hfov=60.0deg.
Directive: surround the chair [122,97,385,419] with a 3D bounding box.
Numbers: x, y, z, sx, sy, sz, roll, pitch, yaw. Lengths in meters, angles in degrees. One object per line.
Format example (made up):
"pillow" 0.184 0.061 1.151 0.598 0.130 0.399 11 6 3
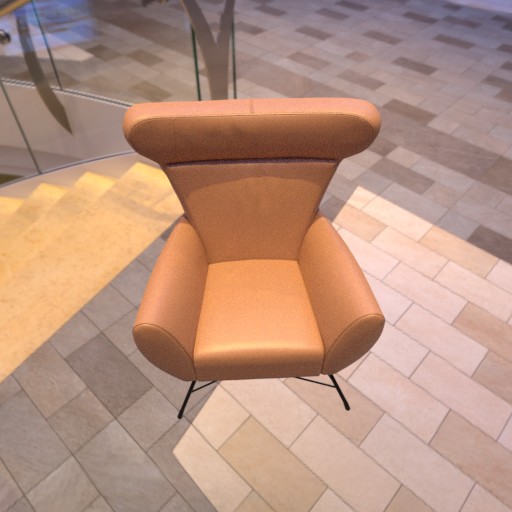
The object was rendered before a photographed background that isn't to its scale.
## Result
"chair" 0.000 0.000 1.835 0.980 1.050 0.900 -2 47 -2
